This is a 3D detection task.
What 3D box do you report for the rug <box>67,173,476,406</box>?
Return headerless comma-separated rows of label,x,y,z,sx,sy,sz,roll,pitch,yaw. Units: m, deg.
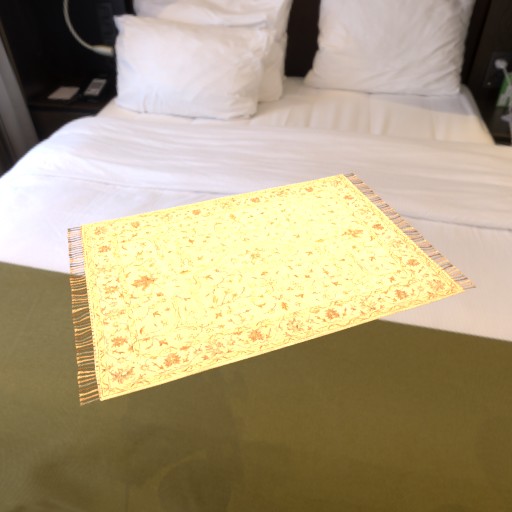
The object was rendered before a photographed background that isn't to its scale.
rug,0.000,0.000,2.342,1.861,0.017,1.218,-13,41,-16
